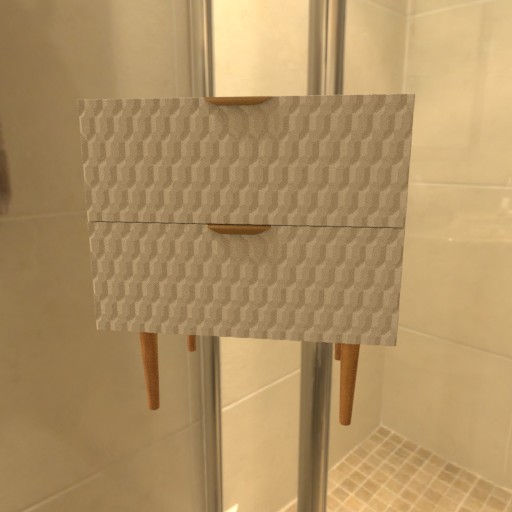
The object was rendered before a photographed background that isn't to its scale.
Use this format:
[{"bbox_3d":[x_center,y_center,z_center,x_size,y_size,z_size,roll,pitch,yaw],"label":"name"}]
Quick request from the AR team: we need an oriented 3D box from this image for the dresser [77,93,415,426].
[{"bbox_3d":[0.000,0.000,0.904,0.503,0.568,0.414,2,13,8],"label":"dresser"}]
